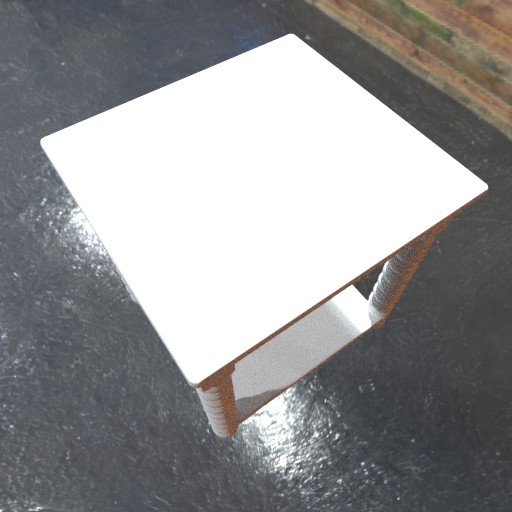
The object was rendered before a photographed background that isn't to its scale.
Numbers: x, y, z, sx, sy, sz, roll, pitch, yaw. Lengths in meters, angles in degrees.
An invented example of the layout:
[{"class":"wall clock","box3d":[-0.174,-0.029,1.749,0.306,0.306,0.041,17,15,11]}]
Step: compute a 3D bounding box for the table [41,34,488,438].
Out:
[{"class":"table","box3d":[0.000,0.000,0.944,0.533,0.563,0.500,-31,63,-18]}]
